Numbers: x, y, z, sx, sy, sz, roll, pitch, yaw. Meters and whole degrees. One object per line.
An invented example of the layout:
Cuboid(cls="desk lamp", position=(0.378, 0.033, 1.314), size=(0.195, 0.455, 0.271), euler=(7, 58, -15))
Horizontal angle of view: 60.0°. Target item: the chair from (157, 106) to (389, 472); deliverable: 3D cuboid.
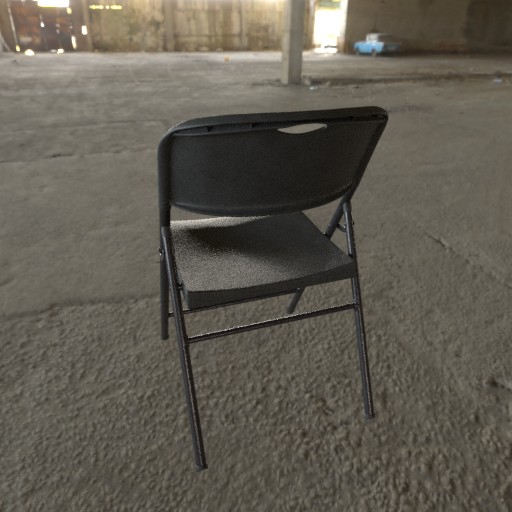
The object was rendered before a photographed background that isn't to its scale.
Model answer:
Cuboid(cls="chair", position=(0.000, 0.000, 1.160), size=(0.494, 0.810, 0.567), euler=(-9, 28, -17))
